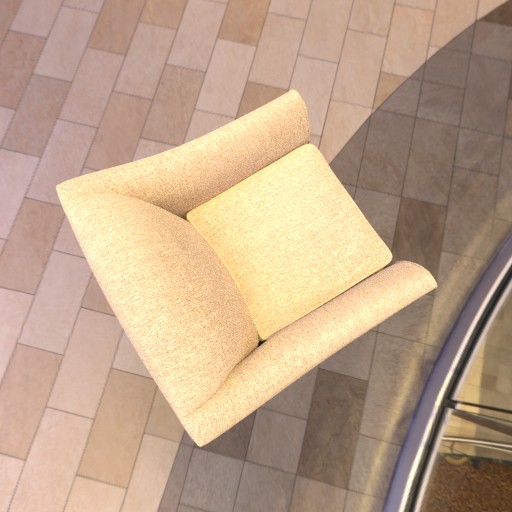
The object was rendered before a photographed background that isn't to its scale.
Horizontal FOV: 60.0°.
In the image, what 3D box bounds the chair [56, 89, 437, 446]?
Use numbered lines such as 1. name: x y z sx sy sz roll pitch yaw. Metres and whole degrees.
1. chair: 0.000 0.000 1.414 0.787 0.839 0.763 -31 78 -7
